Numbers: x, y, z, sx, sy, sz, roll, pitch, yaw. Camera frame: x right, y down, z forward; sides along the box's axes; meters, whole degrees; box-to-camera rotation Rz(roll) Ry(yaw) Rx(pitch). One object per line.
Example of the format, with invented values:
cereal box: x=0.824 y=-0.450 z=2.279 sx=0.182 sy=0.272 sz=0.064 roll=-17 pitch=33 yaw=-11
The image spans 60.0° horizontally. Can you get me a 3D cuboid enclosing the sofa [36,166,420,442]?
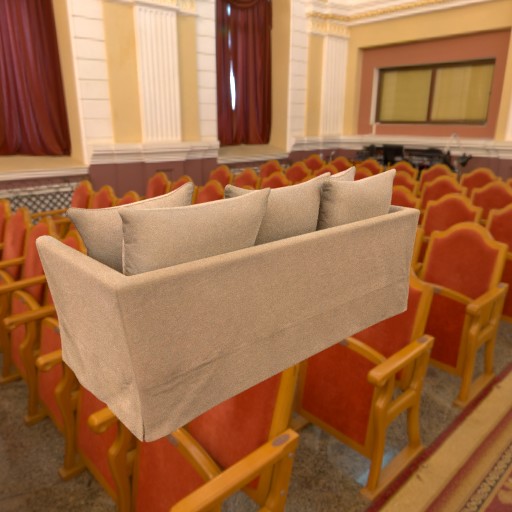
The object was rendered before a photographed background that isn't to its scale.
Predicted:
sofa: x=0.000 y=0.000 z=2.805 sx=2.290 sy=1.034 sz=1.031 roll=-15 pitch=22 yaw=-40
